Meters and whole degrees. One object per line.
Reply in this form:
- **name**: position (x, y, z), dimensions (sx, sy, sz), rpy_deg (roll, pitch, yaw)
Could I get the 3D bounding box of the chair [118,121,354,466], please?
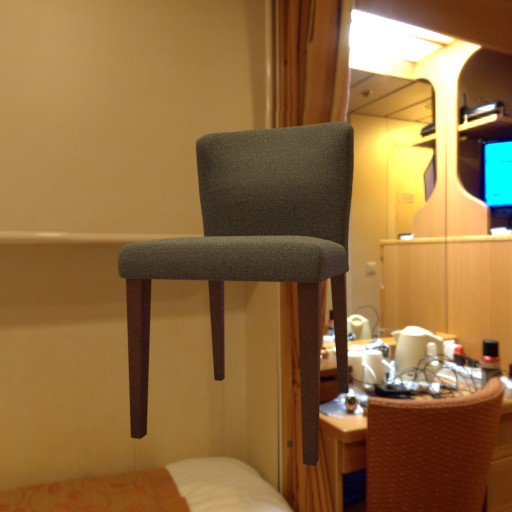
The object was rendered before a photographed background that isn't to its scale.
- **chair**: position (0.000, 0.000, 1.207), dimensions (0.491, 0.839, 0.589), rpy_deg (0, 0, 19)
